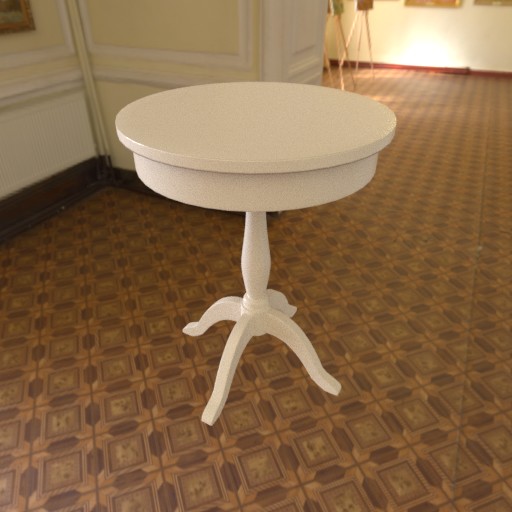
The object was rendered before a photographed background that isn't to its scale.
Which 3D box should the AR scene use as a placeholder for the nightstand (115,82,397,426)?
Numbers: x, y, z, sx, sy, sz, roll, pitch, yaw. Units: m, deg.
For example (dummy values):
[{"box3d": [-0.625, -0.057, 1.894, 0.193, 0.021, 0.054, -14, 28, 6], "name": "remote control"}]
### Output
[{"box3d": [0.000, 0.000, 1.012, 0.513, 0.653, 0.513, 23, 39, 31], "name": "nightstand"}]
